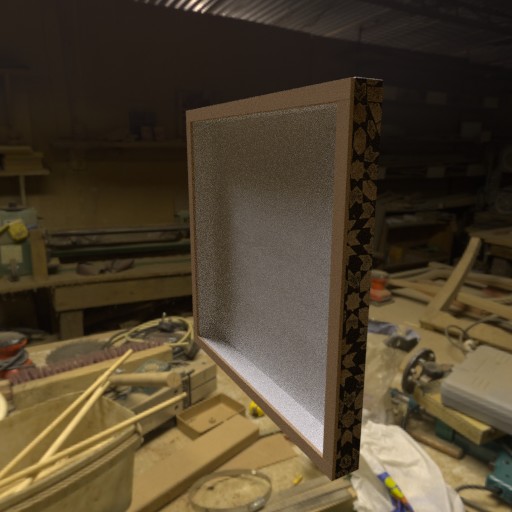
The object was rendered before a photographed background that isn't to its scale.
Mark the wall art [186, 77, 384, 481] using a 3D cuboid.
[{"bbox_3d":[0.000,0.000,0.606,0.038,0.405,0.405,-7,16,-28],"label":"wall art"}]
